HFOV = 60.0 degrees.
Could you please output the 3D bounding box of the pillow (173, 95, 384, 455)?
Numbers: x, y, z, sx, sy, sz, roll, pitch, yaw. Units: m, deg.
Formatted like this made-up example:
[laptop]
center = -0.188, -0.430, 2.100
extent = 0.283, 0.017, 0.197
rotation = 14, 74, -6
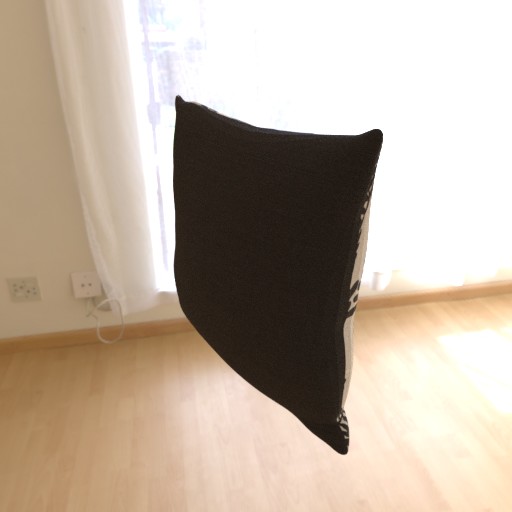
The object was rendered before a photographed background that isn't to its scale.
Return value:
[pillow]
center = 0.000, 0.000, 0.677
extent = 0.182, 0.441, 0.440
rotation = -18, 32, -32
